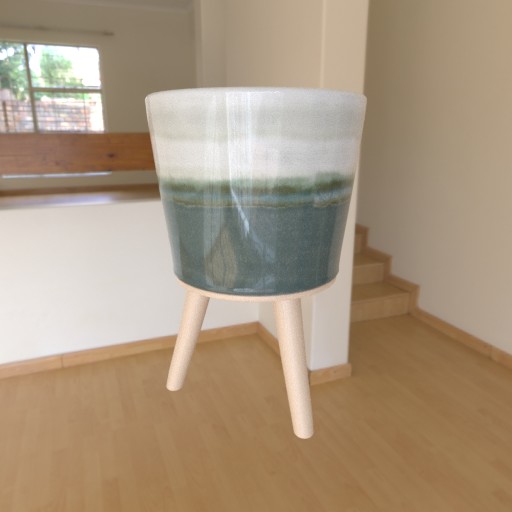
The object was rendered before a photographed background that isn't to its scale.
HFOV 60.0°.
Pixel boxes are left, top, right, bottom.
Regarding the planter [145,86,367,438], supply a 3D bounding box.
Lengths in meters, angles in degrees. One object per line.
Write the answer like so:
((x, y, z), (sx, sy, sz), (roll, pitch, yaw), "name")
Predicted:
((0.000, 0.000, 0.488), (0.217, 0.331, 0.217), (14, 21, 41), "planter")
